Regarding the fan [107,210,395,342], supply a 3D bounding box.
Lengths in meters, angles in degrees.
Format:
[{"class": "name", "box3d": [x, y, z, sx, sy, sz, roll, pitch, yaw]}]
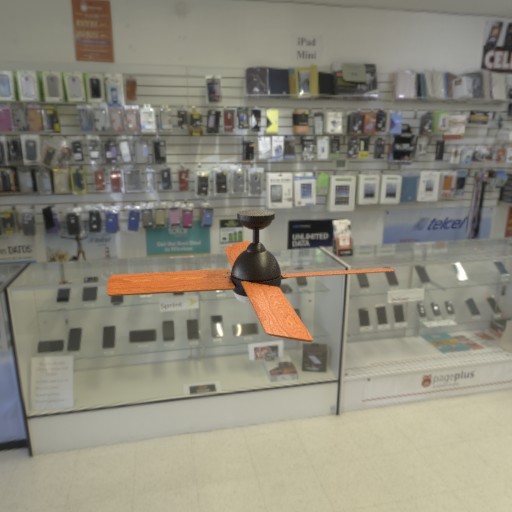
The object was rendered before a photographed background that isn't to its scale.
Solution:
[{"class": "fan", "box3d": [0.000, 0.000, 2.044, 1.332, 0.403, 1.332, -3, 15, -10]}]
